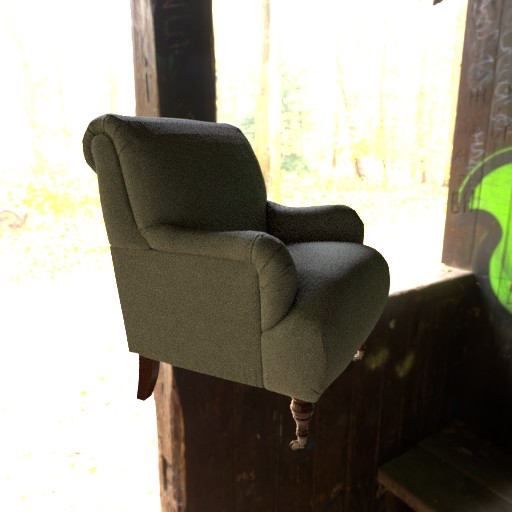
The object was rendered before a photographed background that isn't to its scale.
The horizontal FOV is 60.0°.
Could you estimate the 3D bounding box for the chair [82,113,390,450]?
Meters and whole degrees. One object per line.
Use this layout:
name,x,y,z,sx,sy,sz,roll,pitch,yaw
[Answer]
chair,0.000,0.000,1.952,1.060,1.178,0.964,7,16,27
